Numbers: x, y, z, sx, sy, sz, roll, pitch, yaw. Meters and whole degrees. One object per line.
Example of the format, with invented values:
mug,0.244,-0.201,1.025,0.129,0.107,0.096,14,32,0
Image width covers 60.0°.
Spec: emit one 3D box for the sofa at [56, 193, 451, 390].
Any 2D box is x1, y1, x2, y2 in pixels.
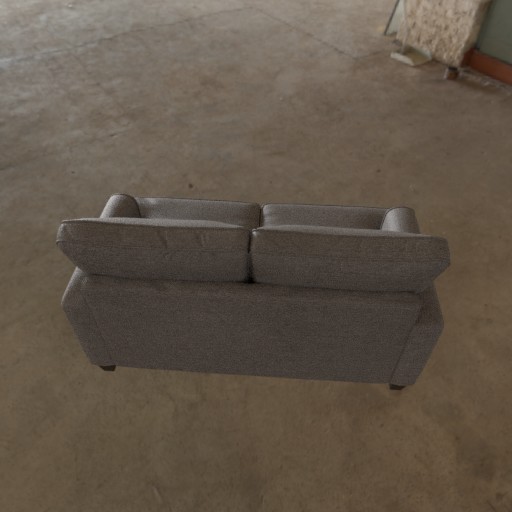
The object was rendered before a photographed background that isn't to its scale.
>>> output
sofa,0.000,0.000,2.253,1.651,0.965,0.965,3,46,3
